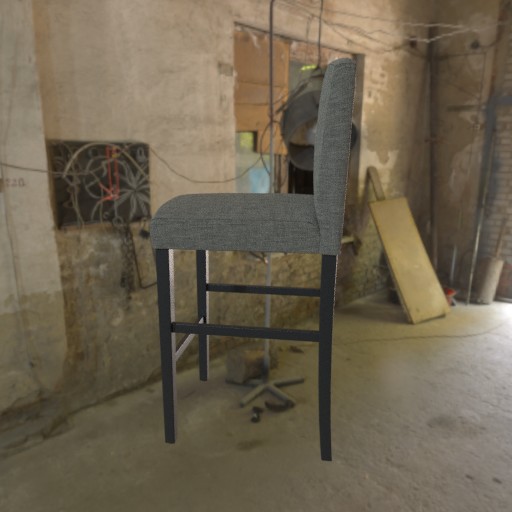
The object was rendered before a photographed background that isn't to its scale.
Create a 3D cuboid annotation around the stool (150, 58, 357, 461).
[{"bbox_3d":[0.000,0.000,1.414,0.552,1.138,0.451,2,14,9],"label":"stool"}]
